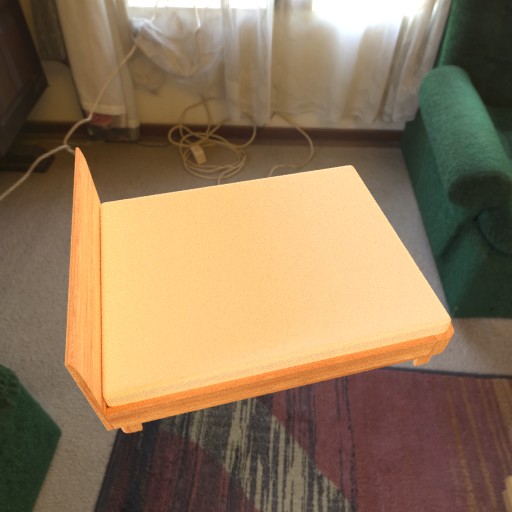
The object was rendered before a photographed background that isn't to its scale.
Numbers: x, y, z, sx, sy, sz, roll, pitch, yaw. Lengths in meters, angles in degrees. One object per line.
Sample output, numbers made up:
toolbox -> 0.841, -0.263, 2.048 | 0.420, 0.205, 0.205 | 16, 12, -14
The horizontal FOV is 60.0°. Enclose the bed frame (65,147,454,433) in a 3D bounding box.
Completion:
bed frame -> 0.000, 0.000, 2.953 | 2.092, 0.940, 1.660 | -10, 49, -9
